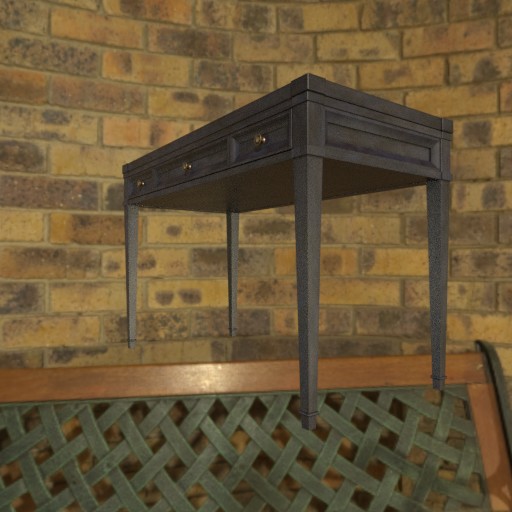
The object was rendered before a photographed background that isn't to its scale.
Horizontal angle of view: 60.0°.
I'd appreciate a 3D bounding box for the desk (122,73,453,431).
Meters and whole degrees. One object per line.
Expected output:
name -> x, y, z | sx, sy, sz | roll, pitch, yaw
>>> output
desk -> 0.000, 0.000, 1.755 | 0.630, 0.861, 1.289 | 0, -1, -36
